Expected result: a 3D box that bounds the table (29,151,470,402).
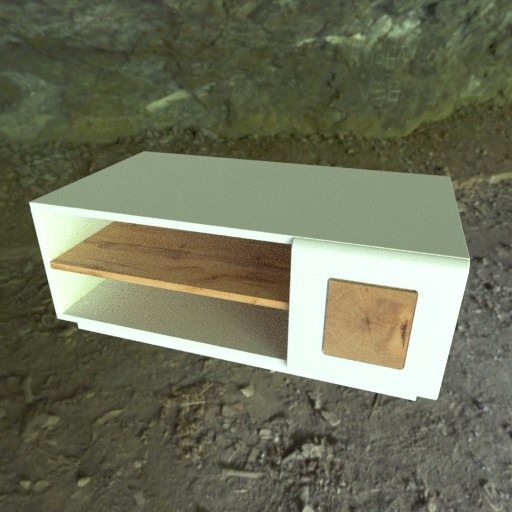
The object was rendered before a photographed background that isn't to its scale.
[{"bbox_3d":[0.000,0.000,1.395,1.097,0.442,0.639,8,28,16],"label":"table"}]
